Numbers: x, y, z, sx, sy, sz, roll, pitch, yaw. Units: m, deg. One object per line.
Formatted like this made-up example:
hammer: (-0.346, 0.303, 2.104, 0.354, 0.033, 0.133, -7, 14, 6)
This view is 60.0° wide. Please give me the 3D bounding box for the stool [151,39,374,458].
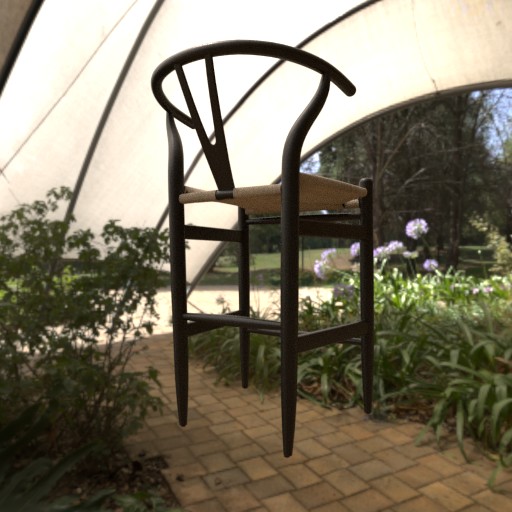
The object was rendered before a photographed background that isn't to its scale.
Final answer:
stool: (0.000, 0.000, 1.265, 0.569, 0.970, 0.579, 0, 0, 34)
